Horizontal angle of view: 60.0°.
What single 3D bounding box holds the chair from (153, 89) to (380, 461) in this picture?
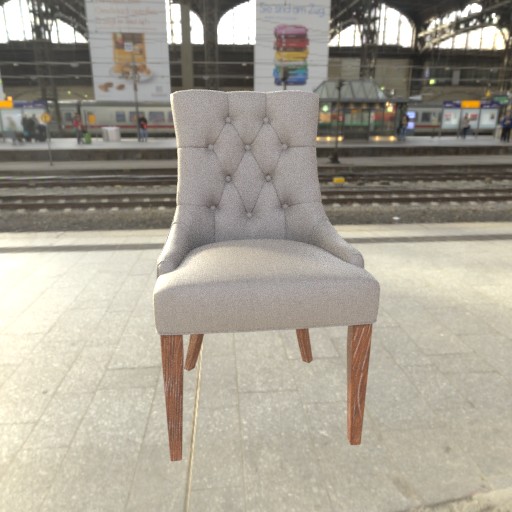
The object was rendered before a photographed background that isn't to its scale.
[{"bbox_3d":[0.000,0.000,1.200,0.509,0.874,0.565,-2,17,-7],"label":"chair"}]
